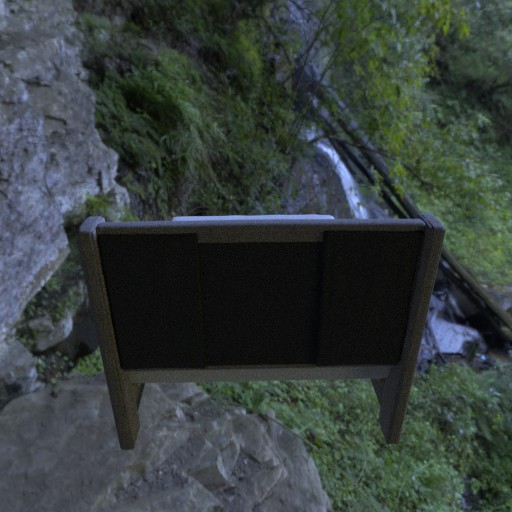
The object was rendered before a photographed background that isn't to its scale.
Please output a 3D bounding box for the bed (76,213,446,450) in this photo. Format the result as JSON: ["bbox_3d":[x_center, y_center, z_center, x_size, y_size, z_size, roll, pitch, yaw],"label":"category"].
[{"bbox_3d":[0.000,0.000,3.358,1.714,1.476,2.245,-1,28,-1],"label":"bed"}]
